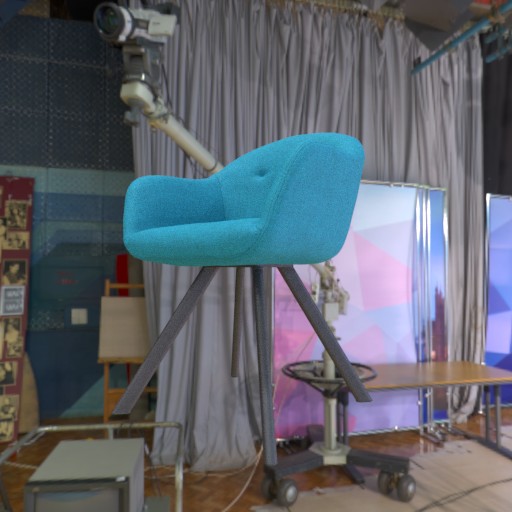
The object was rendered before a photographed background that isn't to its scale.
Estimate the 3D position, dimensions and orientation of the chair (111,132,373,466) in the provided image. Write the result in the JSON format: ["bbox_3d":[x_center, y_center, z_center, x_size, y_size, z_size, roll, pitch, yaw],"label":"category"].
[{"bbox_3d":[0.000,0.000,1.180,0.545,0.775,0.565,-1,-1,36],"label":"chair"}]
